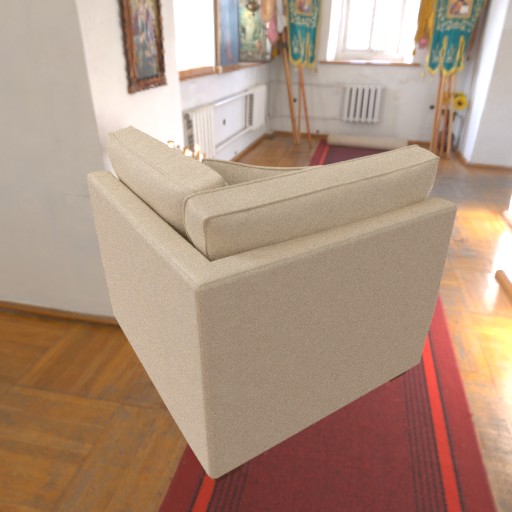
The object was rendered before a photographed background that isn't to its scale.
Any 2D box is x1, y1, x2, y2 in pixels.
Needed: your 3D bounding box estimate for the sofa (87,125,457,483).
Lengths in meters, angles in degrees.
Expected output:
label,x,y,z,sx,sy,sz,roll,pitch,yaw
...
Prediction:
label,x,y,z,sx,sy,sz,roll,pitch,yaw
sofa,0.000,0.000,1.930,1.084,1.002,1.146,-17,32,-28
